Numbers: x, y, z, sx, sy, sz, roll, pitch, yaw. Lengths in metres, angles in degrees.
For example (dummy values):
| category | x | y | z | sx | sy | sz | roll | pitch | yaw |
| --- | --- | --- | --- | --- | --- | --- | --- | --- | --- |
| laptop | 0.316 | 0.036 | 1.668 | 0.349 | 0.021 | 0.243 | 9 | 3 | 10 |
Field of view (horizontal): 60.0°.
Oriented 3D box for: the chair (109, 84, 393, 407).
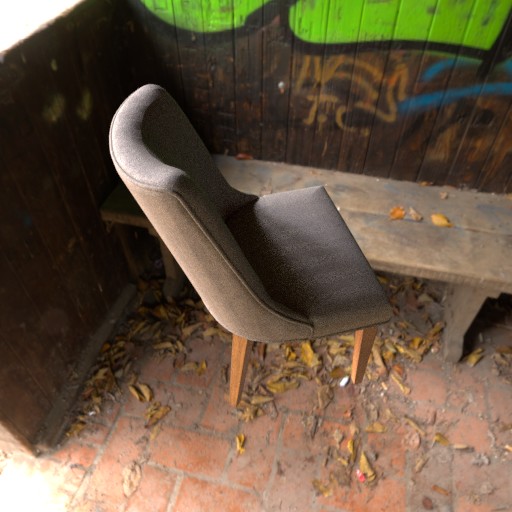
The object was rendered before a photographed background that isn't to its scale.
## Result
| category | x | y | z | sx | sy | sz | roll | pitch | yaw |
| --- | --- | --- | --- | --- | --- | --- | --- | --- | --- |
| chair | 0.000 | 0.000 | 1.300 | 0.636 | 0.916 | 0.548 | -11 | 48 | -10 |
